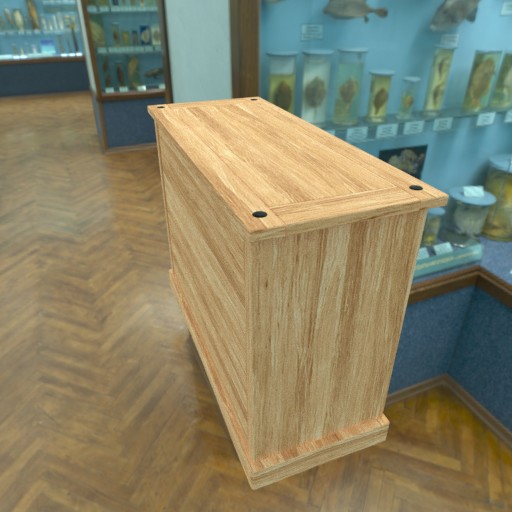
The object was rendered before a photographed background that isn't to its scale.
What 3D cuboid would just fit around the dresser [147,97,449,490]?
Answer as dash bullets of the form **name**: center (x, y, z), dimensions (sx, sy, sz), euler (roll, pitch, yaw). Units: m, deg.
- **dresser**: center (0.000, 0.000, 1.370), dimensions (0.410, 0.740, 0.990), euler (-11, 33, -18)
